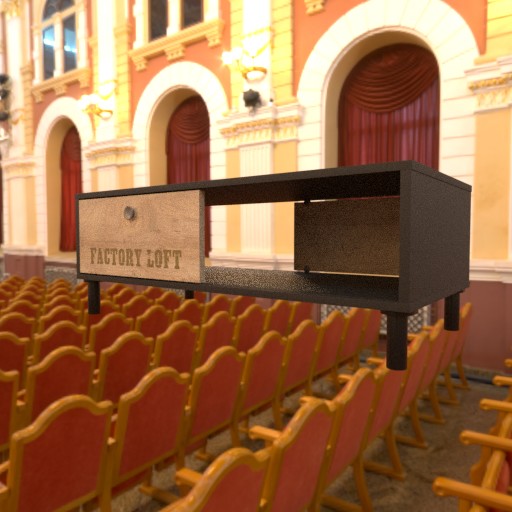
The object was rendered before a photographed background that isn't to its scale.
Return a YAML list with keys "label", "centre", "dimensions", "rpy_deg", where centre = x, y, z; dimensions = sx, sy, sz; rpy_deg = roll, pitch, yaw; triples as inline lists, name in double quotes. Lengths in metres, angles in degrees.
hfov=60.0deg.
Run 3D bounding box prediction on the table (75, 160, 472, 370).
- label: "table"
  centre: [0.000, 0.000, 1.354]
  dimensions: [1.100, 0.400, 0.550]
  rpy_deg: [2, 3, 37]
